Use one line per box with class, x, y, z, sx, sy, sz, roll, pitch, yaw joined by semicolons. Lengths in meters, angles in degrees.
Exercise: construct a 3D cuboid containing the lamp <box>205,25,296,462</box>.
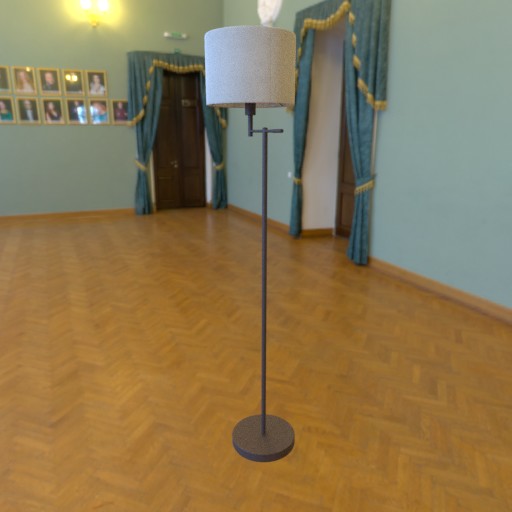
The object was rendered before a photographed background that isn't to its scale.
lamp;0.000;0.000;1.750;0.324;1.600;0.416;-7;17;-25
